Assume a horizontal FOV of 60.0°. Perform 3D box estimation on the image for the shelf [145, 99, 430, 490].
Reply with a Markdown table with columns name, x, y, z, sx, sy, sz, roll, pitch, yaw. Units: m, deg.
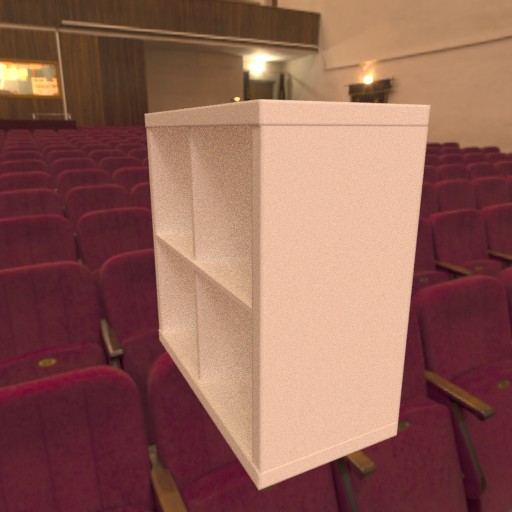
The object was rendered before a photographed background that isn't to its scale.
| name | x | y | z | sx | sy | sz | roll | pitch | yaw |
| --- | --- | --- | --- | --- | --- | --- | --- | --- | --- |
| shelf | 0.000 | 0.000 | 1.259 | 0.390 | 0.786 | 0.790 | -8 | 18 | -26 |
